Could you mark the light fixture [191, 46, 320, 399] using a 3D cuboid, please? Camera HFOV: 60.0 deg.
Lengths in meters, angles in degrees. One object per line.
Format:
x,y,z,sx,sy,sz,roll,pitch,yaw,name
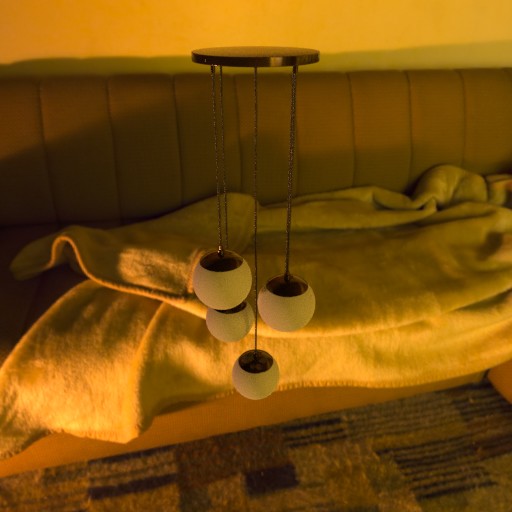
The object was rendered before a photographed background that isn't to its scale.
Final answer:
0.000,0.000,1.508,0.489,1.271,0.484,-18,34,-29,light fixture
